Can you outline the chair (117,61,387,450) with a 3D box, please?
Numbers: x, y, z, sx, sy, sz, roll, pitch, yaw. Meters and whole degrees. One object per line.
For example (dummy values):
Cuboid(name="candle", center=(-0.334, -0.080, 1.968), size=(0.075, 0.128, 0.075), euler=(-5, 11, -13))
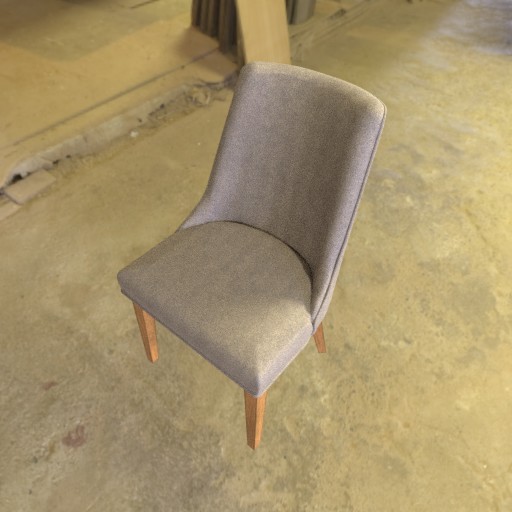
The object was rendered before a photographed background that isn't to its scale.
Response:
Cuboid(name="chair", center=(0.000, 0.000, 1.323), size=(0.548, 0.916, 0.636), euler=(31, 54, 26))
